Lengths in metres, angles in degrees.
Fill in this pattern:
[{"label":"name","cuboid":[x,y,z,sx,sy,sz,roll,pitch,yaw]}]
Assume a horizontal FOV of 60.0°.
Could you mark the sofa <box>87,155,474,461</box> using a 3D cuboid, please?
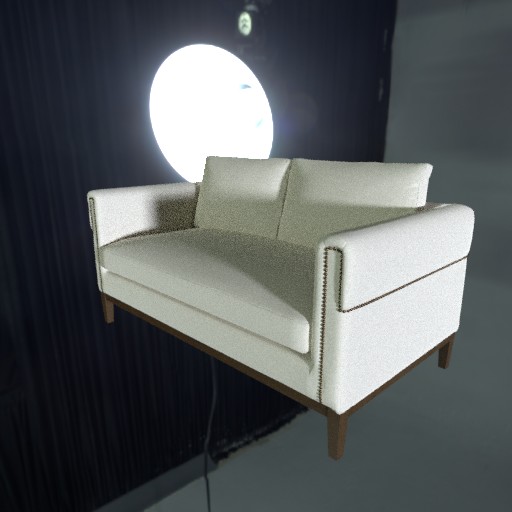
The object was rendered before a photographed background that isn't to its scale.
[{"label":"sofa","cuboid":[0.000,0.000,2.052,0.905,0.873,1.598,-14,21,-43]}]
